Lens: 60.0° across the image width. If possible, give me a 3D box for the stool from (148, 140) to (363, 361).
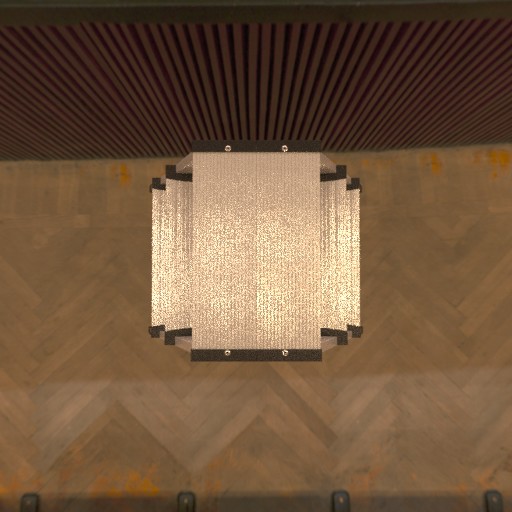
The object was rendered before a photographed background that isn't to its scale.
[{"bbox_3d":[0.000,0.000,0.990,0.622,0.605,0.437,0,88,0],"label":"stool"}]
